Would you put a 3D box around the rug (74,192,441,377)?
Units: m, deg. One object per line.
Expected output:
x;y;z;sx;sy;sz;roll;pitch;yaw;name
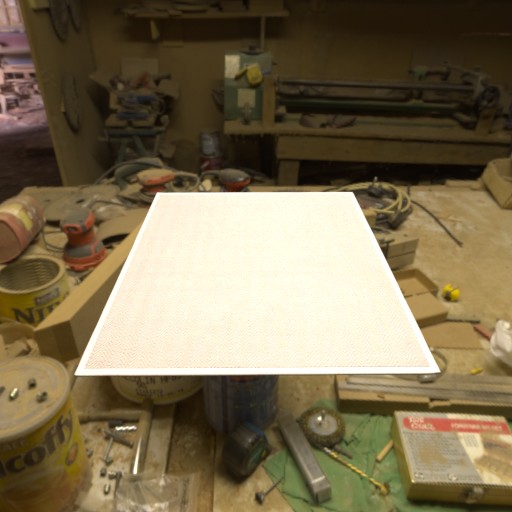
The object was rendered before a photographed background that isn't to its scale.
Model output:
0.000;0.000;4.194;2.423;0.019;3.009;0;31;0;rug
